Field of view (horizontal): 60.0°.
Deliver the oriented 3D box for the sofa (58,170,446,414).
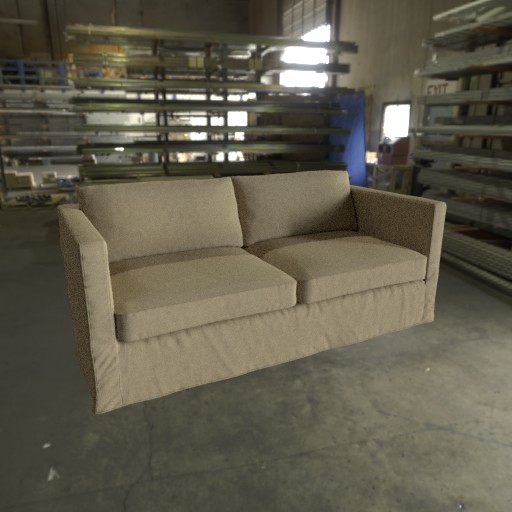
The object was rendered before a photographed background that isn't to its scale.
[{"bbox_3d":[0.000,0.000,2.482,1.959,0.835,0.962,-8,19,-26],"label":"sofa"}]
